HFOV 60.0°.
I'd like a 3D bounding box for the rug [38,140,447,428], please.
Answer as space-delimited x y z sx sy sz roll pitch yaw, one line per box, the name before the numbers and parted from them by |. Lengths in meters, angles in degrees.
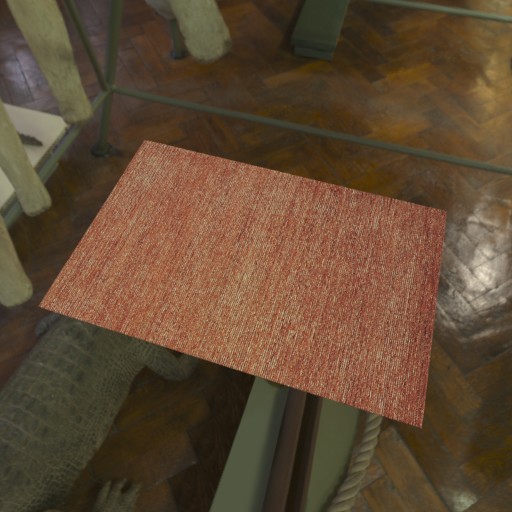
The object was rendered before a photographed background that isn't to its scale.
rug | 0.000 0.000 2.189 1.747 0.011 1.139 15 59 9
